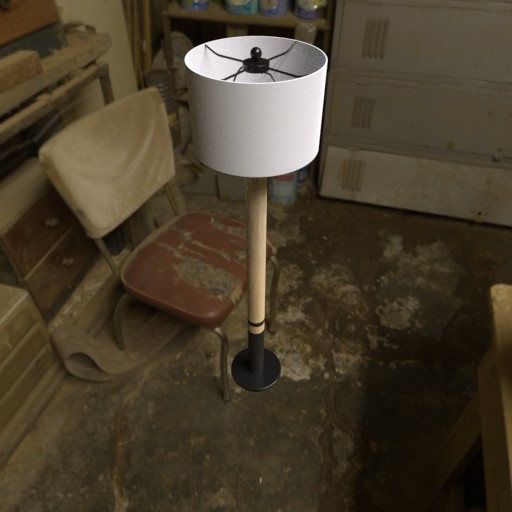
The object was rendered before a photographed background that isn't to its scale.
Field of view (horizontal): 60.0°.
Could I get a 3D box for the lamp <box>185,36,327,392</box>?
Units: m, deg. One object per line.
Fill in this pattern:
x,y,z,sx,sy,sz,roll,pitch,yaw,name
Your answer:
0.000,0.000,1.664,0.381,1.478,0.381,13,43,14,lamp
